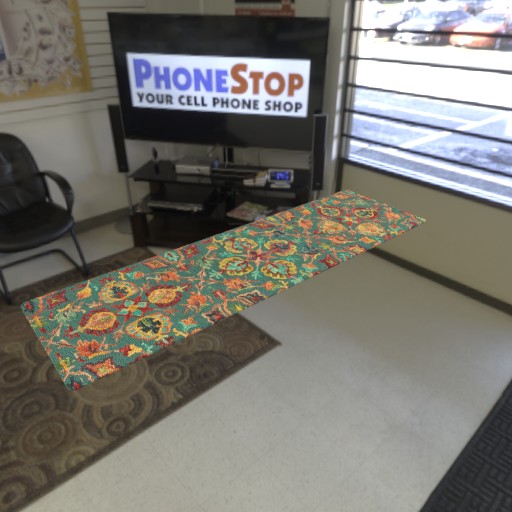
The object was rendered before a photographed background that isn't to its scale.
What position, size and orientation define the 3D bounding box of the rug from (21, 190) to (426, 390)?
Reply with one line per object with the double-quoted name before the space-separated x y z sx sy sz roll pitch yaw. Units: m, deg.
"rug" 0.000 0.000 2.456 2.286 0.013 0.686 -22 37 -33
